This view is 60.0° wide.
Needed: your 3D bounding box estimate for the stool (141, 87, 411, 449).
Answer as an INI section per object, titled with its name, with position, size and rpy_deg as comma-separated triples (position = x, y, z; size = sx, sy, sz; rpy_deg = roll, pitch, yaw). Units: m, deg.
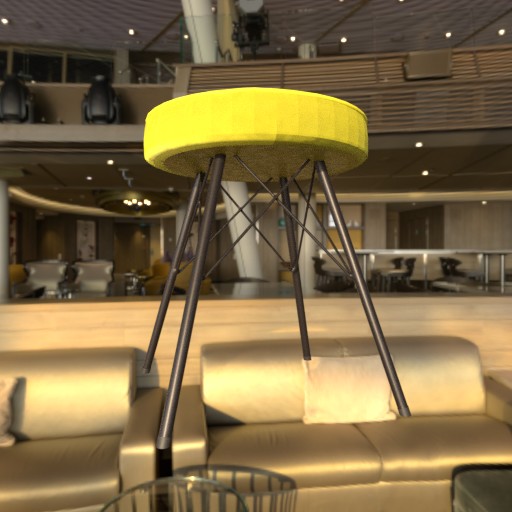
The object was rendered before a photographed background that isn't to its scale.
[stool]
position = 0.000, 0.000, 0.834
size = 0.409, 0.508, 0.409
rpy_deg = 0, 0, -17
